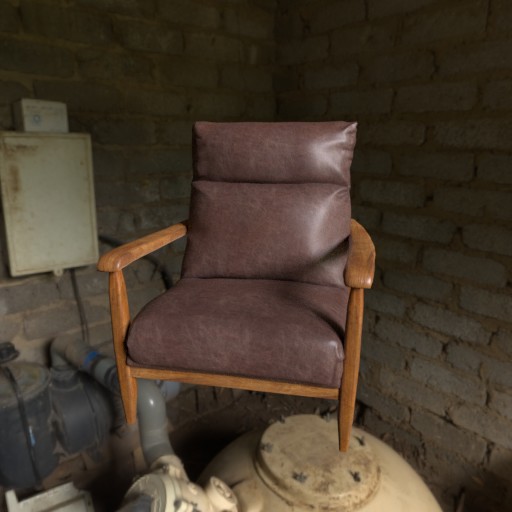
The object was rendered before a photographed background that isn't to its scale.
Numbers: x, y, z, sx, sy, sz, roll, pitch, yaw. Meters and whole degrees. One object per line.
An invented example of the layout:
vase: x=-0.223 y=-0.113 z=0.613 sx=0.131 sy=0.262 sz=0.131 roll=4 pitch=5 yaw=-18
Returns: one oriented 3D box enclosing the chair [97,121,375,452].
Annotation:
chair: x=0.000 y=0.000 z=1.519 sx=0.782 sy=0.897 sz=0.830 roll=3 pitch=16 yaw=11
